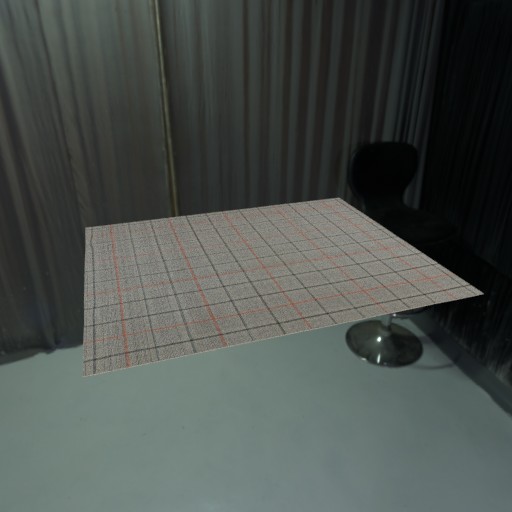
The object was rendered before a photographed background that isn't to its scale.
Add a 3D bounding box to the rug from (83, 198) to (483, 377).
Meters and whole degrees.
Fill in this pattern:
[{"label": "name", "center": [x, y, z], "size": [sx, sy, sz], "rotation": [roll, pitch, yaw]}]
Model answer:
[{"label": "rug", "center": [0.000, 0.000, 4.169], "size": [3.048, 0.012, 2.444], "rotation": [-9, 28, -16]}]
